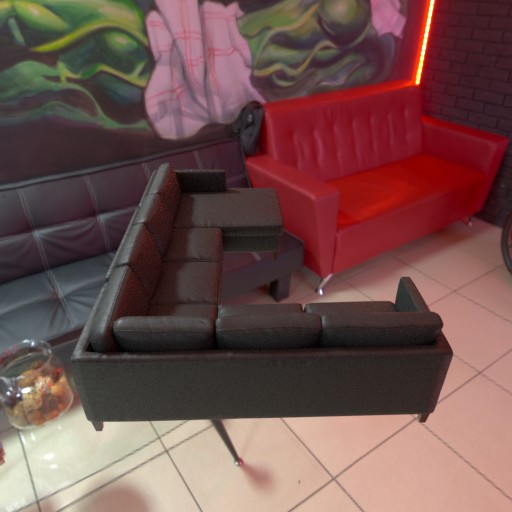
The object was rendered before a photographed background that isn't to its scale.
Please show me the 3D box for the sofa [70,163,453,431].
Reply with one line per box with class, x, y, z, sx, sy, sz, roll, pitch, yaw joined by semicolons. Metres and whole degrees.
sofa;0.000;0.000;4.506;2.593;0.923;3.460;-1;32;-2
